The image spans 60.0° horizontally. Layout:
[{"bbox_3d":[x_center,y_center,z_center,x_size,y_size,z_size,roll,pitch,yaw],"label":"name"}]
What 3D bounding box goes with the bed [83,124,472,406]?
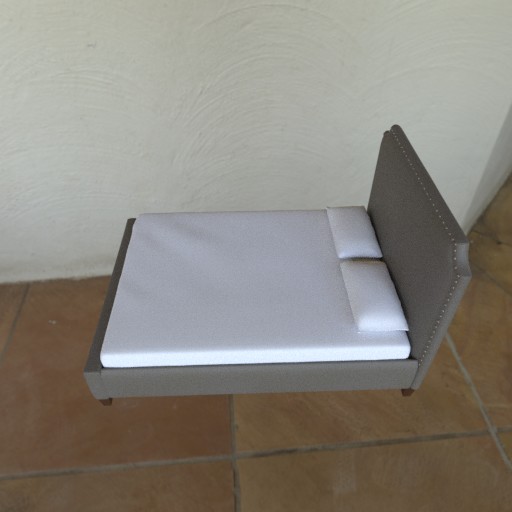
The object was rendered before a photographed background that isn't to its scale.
[{"bbox_3d":[0.000,0.000,3.411,2.372,1.443,1.712,-1,43,-1],"label":"bed"}]
